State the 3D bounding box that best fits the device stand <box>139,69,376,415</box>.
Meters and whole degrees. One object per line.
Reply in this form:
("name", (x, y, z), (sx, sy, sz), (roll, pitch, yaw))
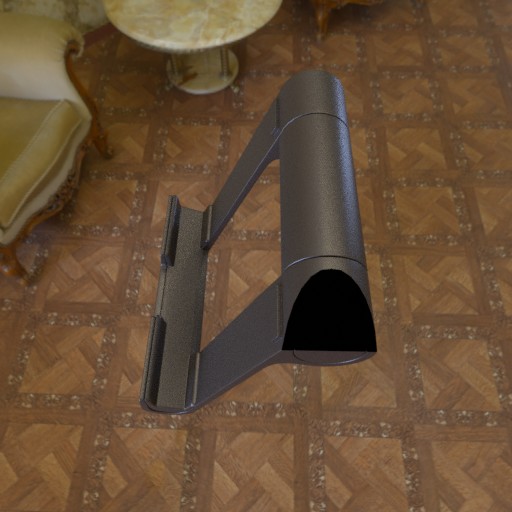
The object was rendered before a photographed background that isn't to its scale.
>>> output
("device stand", (0.000, 0.000, 0.150), (0.079, 0.084, 0.088), (1, 59, 0))
